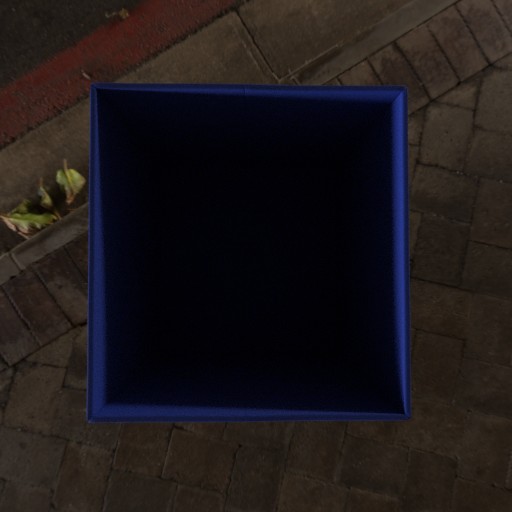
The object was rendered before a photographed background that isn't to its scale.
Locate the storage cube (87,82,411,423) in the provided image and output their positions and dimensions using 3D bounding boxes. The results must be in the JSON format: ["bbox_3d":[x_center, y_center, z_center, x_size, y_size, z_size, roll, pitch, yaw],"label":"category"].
[{"bbox_3d":[0.000,0.000,0.486,0.270,0.280,0.270,0,88,-1],"label":"storage cube"}]
